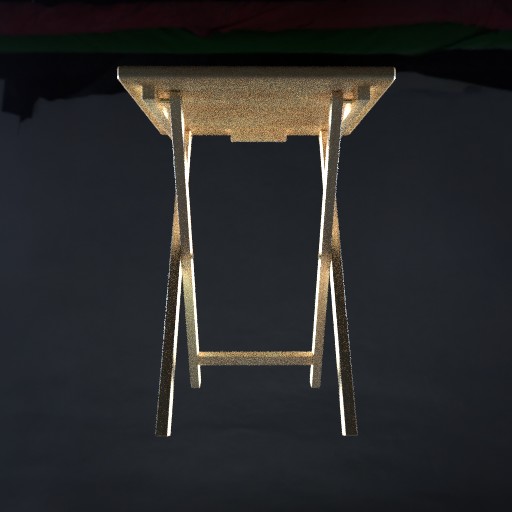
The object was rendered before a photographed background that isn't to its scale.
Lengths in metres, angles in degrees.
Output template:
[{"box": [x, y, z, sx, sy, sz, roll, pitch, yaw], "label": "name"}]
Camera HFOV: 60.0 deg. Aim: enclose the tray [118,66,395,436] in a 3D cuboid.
[{"box": [0.000, 0.000, 0.956, 0.483, 0.660, 0.381, 0, 1, 0], "label": "tray"}]
